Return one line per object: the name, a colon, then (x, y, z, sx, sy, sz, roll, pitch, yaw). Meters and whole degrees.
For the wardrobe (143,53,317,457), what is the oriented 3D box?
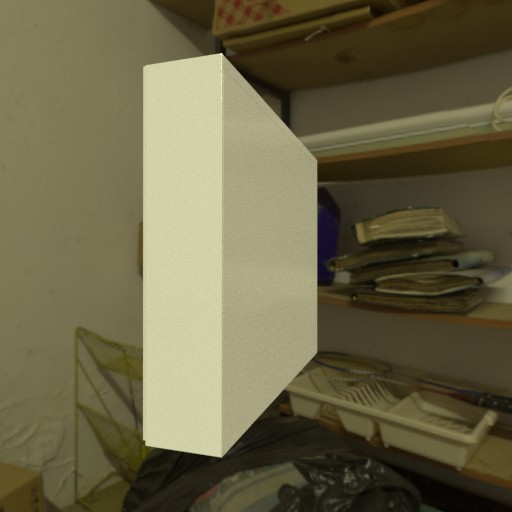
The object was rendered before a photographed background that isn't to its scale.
wardrobe: (0.000, 0.000, 4.102, 0.580, 2.360, 3.000, 0, 0, 18)
